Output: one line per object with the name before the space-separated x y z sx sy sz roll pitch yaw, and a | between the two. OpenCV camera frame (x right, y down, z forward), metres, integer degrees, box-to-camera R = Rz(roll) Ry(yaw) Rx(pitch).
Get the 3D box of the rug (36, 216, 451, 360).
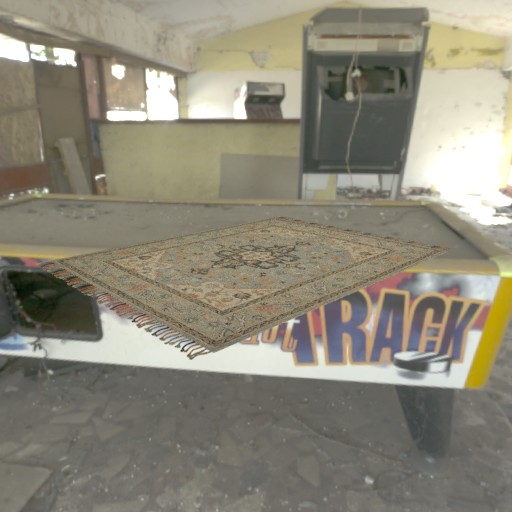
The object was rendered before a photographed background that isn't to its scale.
rug | 0.000 0.000 3.472 2.651 0.010 1.971 -15 22 -42
